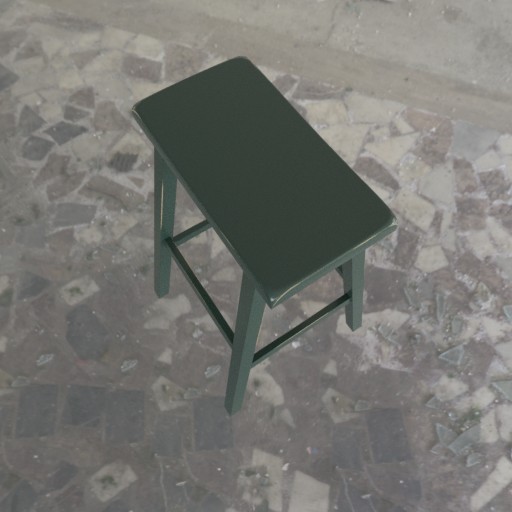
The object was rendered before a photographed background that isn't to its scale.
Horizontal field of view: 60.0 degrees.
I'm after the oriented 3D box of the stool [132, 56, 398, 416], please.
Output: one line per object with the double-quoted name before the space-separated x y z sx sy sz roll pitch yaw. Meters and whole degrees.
"stool" 0.000 0.000 1.059 0.476 0.737 0.457 -31 68 -14
